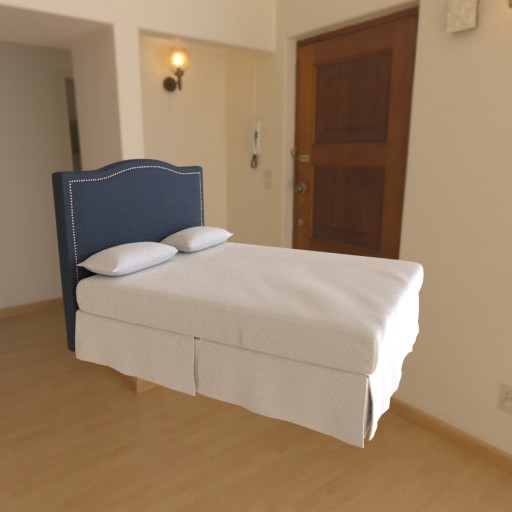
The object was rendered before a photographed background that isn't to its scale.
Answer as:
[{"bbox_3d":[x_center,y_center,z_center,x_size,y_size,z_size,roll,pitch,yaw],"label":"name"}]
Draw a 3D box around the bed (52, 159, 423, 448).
[{"bbox_3d":[0.000,0.000,3.380,2.282,1.436,1.821,7,15,27],"label":"bed"}]
